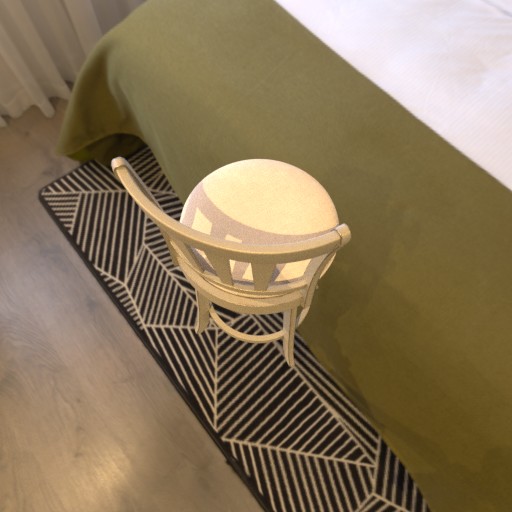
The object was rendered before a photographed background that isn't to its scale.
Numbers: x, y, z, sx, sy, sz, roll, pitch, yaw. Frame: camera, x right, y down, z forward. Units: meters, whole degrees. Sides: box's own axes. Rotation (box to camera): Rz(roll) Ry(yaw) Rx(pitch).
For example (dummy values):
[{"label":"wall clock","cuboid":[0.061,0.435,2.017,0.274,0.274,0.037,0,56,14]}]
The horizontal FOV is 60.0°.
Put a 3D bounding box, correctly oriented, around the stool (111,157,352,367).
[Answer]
[{"label":"stool","cuboid":[0.000,0.000,1.268,0.436,1.042,0.475,18,65,8]}]
